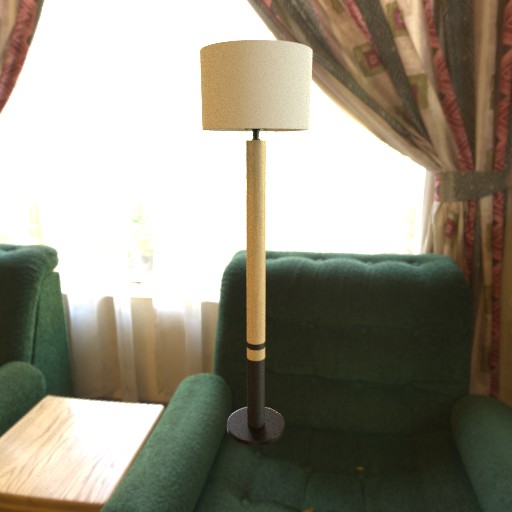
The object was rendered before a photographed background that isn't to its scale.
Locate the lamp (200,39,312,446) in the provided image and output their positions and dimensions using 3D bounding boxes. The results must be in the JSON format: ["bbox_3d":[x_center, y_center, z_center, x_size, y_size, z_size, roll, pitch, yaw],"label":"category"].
[{"bbox_3d":[0.000,0.000,1.680,0.381,1.478,0.381,-2,14,-7],"label":"lamp"}]
